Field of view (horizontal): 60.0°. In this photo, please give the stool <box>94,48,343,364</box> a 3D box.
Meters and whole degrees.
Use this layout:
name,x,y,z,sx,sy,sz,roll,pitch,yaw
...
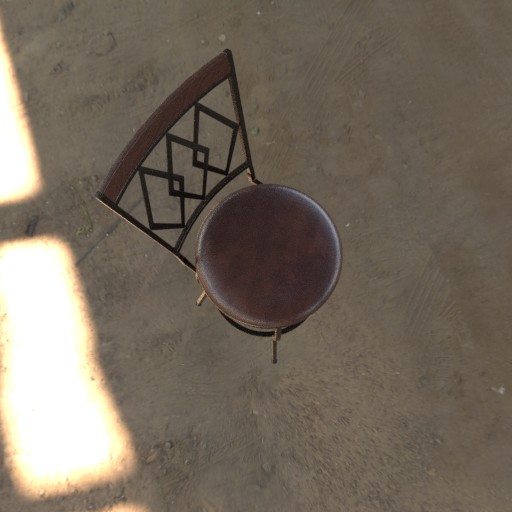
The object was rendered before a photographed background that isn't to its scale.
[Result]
name,x,y,z,sx,sy,sz,roll,pitch,yaw
stool,0.000,0.000,1.397,0.521,1.134,0.432,36,78,9
